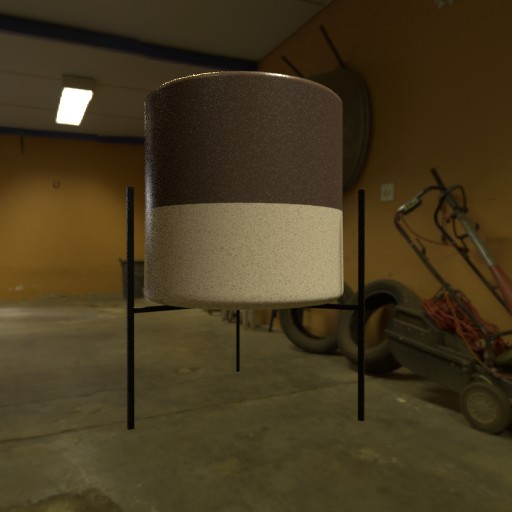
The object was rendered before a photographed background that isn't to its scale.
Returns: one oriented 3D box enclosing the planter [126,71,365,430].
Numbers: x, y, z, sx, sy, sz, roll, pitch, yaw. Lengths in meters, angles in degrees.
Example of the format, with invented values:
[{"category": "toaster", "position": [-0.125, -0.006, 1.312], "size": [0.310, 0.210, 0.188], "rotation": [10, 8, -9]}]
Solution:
[{"category": "planter", "position": [0.000, 0.000, 0.537], "size": [0.260, 0.353, 0.250], "rotation": [0, 0, 18]}]
